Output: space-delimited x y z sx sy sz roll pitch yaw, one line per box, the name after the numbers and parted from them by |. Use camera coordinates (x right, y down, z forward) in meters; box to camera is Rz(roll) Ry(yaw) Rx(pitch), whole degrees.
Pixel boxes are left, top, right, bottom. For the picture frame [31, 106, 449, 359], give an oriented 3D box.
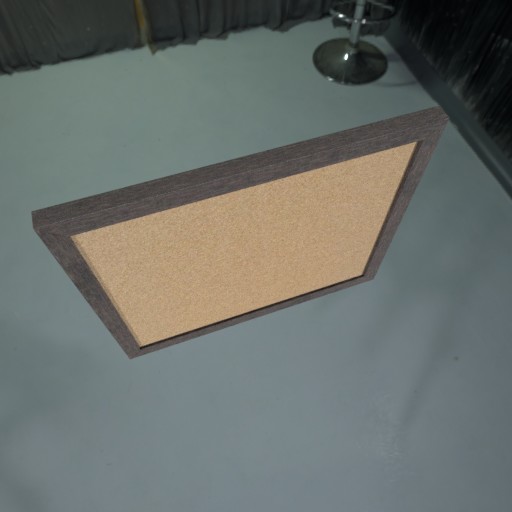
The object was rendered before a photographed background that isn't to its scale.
0.000 0.000 0.751 0.546 0.455 0.026 -17 60 -10 | picture frame
